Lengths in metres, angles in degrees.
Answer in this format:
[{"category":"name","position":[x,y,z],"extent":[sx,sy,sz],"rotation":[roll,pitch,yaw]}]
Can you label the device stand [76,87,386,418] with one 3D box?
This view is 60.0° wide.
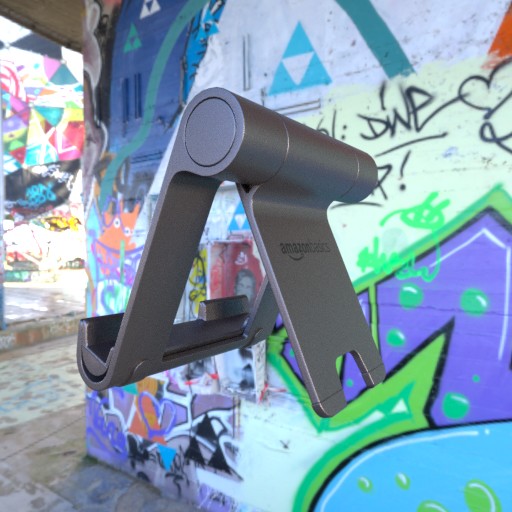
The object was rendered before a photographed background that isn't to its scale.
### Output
[{"category":"device stand","position":[0.000,0.000,0.154],"extent":[0.079,0.084,0.088],"rotation":[1,2,35]}]
